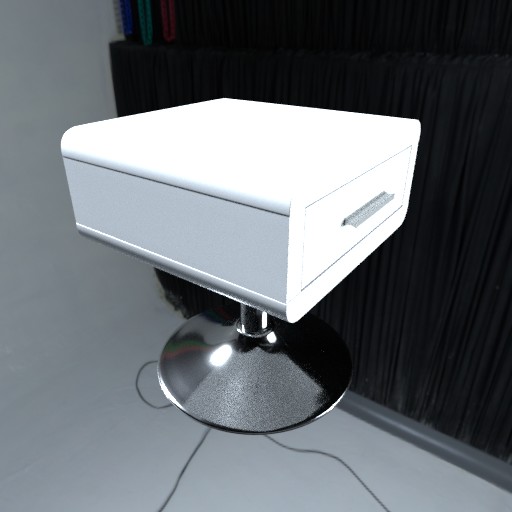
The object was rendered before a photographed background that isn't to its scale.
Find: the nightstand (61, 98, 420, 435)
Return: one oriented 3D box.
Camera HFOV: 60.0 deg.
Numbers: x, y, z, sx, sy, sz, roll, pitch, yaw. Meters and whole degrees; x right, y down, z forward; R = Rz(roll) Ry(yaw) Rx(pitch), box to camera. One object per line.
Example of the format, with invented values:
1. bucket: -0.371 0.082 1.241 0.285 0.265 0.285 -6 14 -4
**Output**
1. nightstand: 0.000 0.000 0.765 0.404 0.447 0.399 19 33 31
